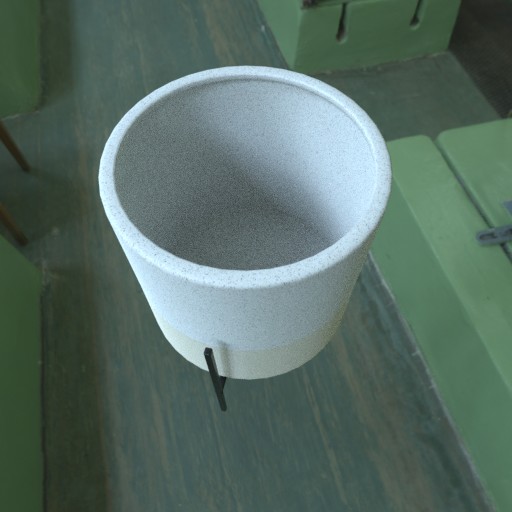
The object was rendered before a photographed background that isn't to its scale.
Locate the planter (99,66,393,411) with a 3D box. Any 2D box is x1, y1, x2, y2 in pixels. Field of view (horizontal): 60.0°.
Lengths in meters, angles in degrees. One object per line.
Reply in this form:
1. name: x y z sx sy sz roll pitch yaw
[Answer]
1. planter: 0.000 0.000 0.652 0.335 0.423 0.313 -14 60 -8
